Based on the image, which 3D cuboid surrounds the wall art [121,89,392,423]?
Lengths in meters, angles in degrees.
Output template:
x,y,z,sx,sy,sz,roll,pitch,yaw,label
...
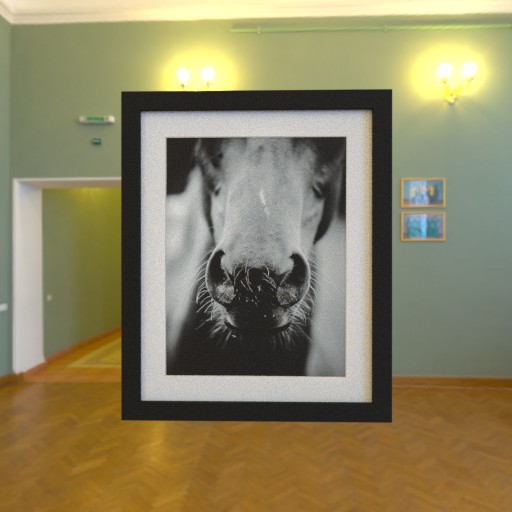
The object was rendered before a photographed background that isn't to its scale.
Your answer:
x,y,z,sx,sy,sz,roll,pitch,yaw,label
0.000,0.000,0.764,0.457,0.559,0.033,0,0,1,wall art
